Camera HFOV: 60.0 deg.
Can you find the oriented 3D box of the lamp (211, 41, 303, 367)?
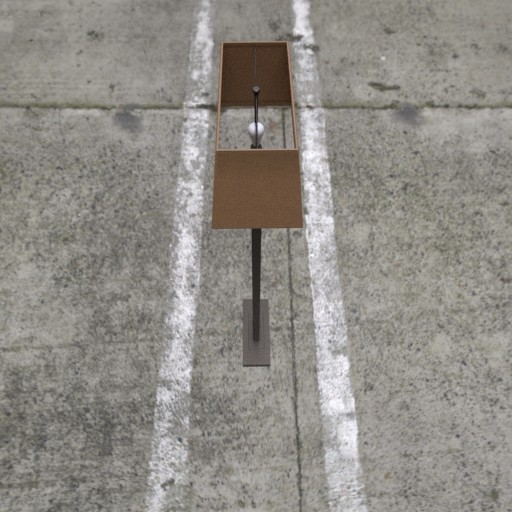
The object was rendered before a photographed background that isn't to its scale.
[{"bbox_3d":[0.000,0.000,1.671,0.233,1.469,0.475,-1,57,0],"label":"lamp"}]
